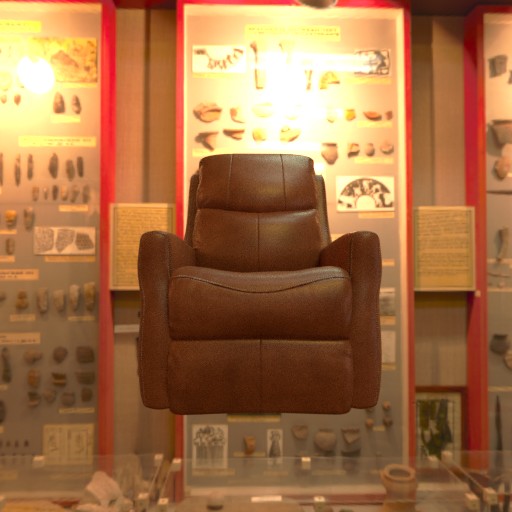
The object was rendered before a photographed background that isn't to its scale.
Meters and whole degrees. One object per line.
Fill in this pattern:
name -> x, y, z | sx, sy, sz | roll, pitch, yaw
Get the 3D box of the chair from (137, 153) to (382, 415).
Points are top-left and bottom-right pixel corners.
chair -> 0.000, 0.000, 1.795 | 0.821, 1.016, 1.072 | 0, -1, 0
